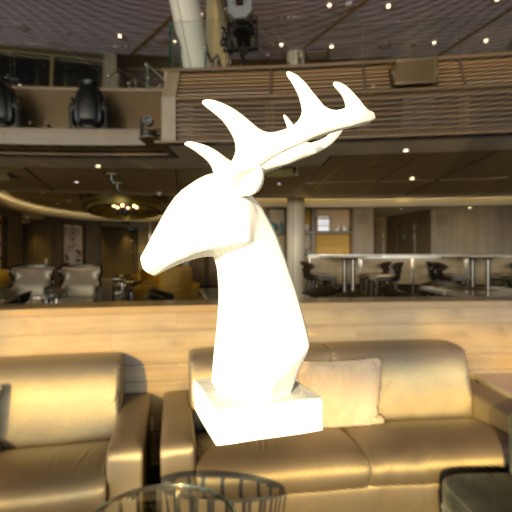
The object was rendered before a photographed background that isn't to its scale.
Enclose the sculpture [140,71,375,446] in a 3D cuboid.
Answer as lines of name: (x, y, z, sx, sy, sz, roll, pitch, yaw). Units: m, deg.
sculpture: (0.000, 0.000, 0.443, 0.224, 0.329, 0.174, 0, 0, -19)
